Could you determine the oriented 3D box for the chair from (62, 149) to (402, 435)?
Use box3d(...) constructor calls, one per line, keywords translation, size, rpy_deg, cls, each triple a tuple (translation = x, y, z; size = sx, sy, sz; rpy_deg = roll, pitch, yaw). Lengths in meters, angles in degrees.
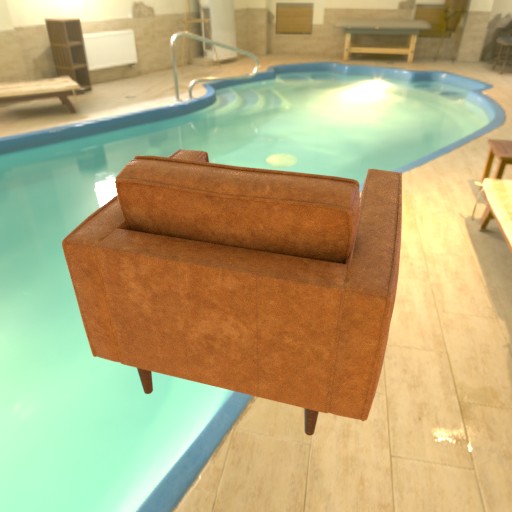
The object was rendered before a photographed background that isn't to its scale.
box3d(translation=(0.000, 0.000, 1.513), size=(0.928, 0.767, 0.798), rpy_deg=(9, 34, 14), cls="chair")
